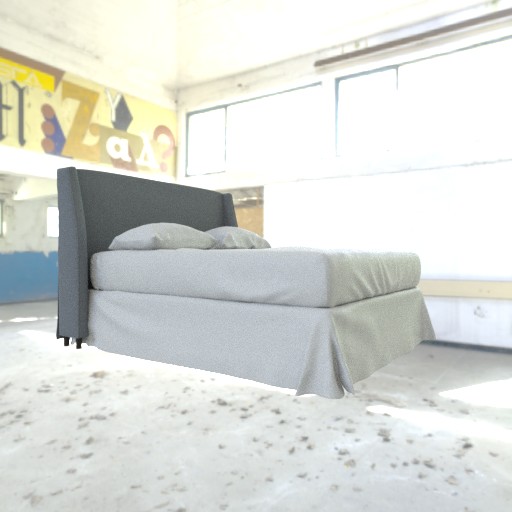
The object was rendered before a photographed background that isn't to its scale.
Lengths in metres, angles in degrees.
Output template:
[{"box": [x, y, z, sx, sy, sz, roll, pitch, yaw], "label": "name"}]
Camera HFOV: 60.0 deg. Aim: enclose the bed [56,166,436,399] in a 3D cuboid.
[{"box": [0.000, 0.000, 3.377, 2.276, 1.332, 1.925, 0, 1, 35], "label": "bed"}]
